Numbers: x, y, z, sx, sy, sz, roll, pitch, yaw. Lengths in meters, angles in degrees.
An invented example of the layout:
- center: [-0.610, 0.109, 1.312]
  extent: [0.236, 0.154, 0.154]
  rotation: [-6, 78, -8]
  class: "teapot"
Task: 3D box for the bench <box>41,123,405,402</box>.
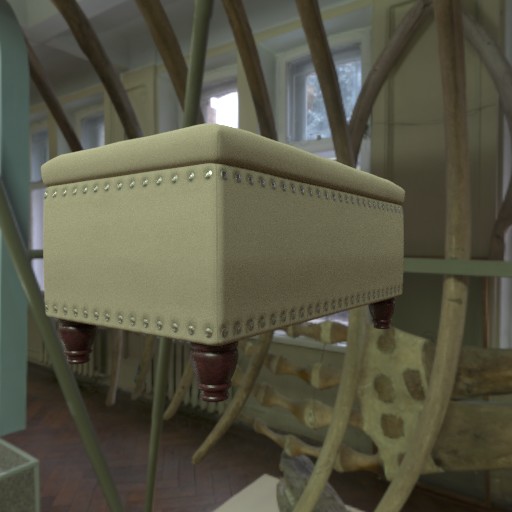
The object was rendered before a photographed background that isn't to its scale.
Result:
- center: [0.000, 0.000, 1.156]
  extent: [0.500, 0.449, 0.887]
  rotation: [1, 2, 36]
  class: "bench"
